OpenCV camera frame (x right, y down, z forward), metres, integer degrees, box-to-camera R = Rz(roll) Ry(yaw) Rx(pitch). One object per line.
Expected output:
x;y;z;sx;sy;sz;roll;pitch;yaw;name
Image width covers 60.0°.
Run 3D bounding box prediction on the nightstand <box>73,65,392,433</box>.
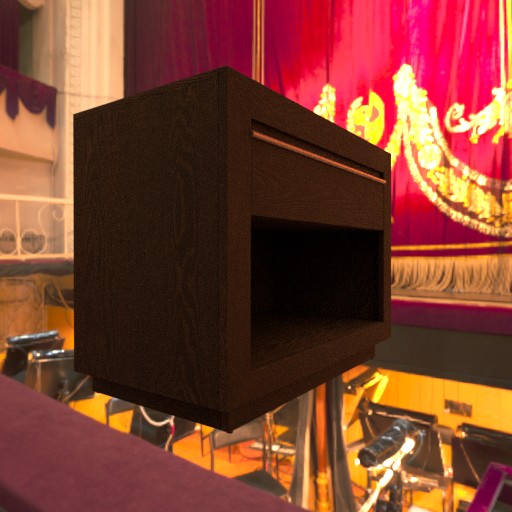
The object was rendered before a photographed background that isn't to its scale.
0.000;0.000;1.147;0.457;0.612;0.775;0;1;36;nightstand
